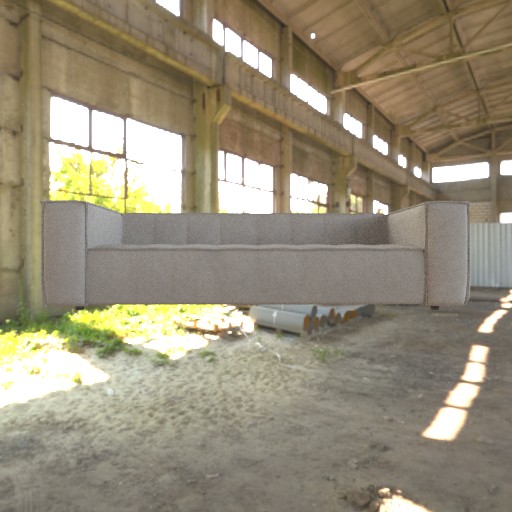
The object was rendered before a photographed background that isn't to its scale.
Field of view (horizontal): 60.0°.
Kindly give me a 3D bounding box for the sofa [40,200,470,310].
[{"bbox_3d":[0.000,0.000,3.195,2.697,0.680,1.038,0,0,-1],"label":"sofa"}]
